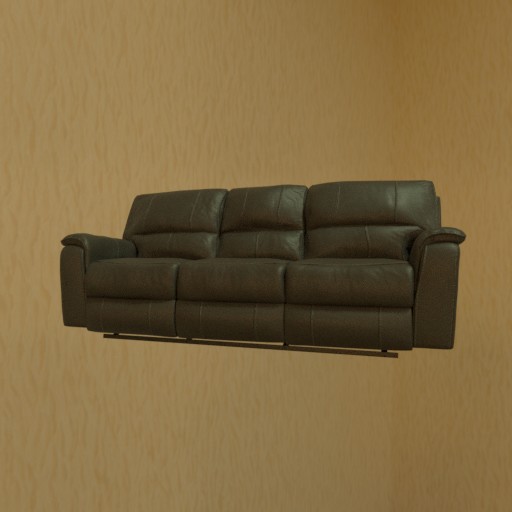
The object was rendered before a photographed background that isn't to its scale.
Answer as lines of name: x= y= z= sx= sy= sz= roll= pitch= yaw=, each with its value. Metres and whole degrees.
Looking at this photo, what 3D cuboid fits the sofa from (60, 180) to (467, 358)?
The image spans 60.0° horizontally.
sofa: x=0.000 y=0.000 z=3.156 sx=2.627 sy=1.134 sz=1.104 roll=0 pitch=0 yaw=18
